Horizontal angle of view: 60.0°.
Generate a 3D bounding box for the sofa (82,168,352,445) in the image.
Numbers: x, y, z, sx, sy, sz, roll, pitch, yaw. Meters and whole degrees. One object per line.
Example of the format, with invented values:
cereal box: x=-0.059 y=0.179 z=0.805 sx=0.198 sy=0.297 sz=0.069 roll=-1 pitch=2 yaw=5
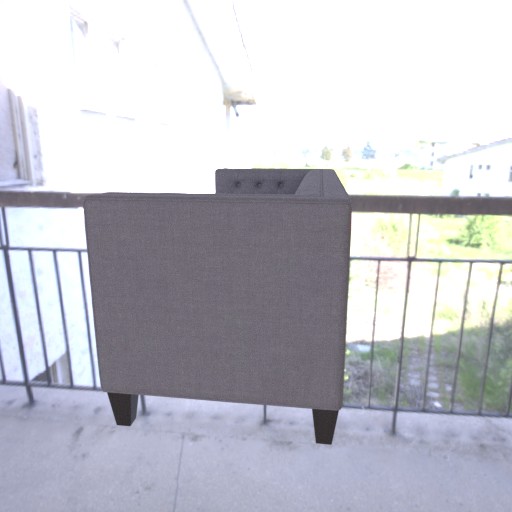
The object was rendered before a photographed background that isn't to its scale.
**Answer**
sofa: x=0.000 y=0.000 z=2.163 sx=0.775 sy=0.762 sz=1.778 roll=2 pitch=14 yaw=8
